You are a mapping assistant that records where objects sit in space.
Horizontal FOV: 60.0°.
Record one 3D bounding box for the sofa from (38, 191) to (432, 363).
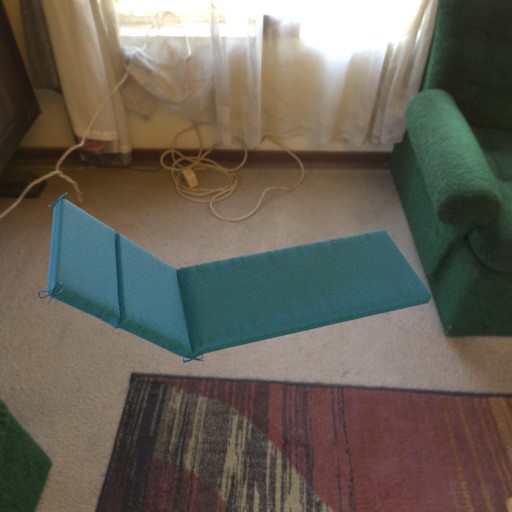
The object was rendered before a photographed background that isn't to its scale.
[{"bbox_3d":[0.000,0.000,2.020,1.663,0.622,0.582,-11,46,-11],"label":"sofa"}]
